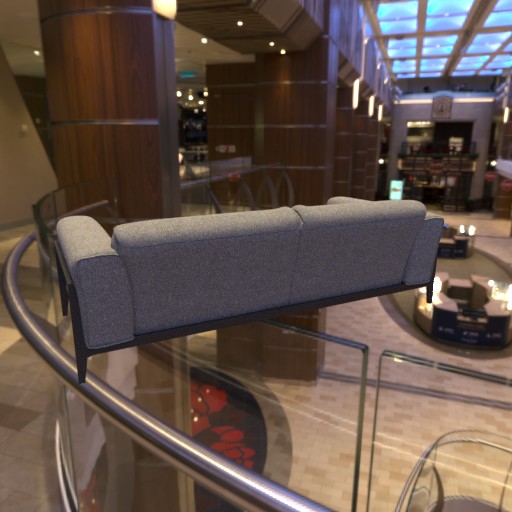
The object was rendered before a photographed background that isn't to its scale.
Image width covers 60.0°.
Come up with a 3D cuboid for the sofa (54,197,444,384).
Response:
[{"bbox_3d":[0.000,0.000,2.633,2.125,0.703,0.985,-8,17,-26],"label":"sofa"}]
